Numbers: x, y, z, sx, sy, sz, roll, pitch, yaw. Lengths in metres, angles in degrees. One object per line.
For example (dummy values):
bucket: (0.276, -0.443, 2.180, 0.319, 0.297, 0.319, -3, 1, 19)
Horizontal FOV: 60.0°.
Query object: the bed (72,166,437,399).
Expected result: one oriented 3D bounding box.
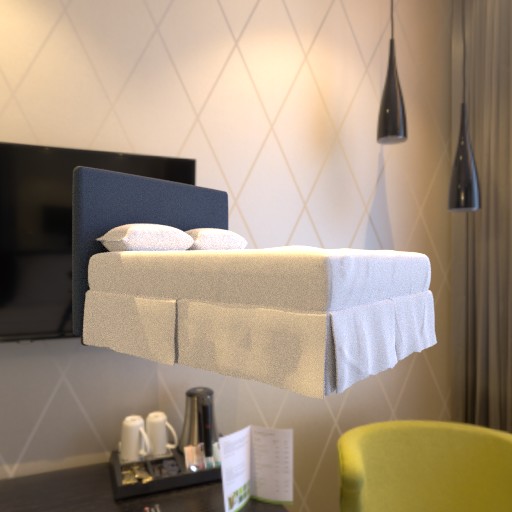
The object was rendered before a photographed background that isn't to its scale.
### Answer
bed: (0.000, 0.000, 3.266, 2.162, 1.330, 1.713, 0, 0, 38)
